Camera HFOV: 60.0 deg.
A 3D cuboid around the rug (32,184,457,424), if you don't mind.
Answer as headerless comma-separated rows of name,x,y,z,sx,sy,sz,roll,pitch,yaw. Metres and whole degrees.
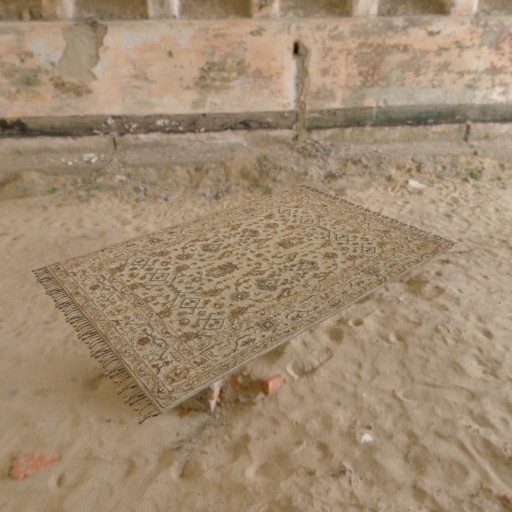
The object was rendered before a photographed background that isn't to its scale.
rug,0.000,0.000,2.942,2.434,0.027,1.529,-22,36,-34
